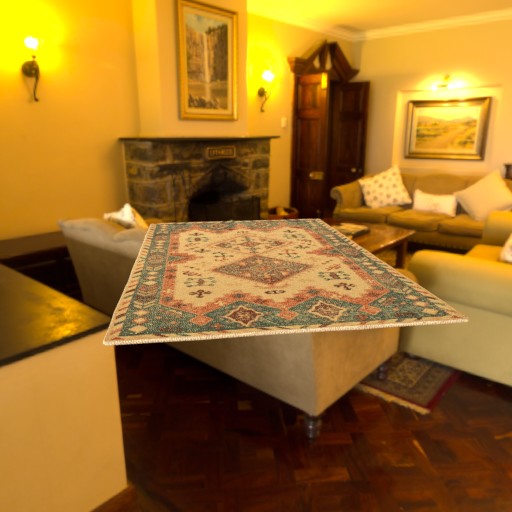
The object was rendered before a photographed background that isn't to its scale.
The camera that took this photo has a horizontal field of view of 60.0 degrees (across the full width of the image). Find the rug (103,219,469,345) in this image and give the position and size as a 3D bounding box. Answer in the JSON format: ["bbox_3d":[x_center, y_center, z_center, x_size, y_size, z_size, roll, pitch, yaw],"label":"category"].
[{"bbox_3d":[0.000,0.000,2.308,1.225,0.015,1.840,-2,16,-8],"label":"rug"}]
